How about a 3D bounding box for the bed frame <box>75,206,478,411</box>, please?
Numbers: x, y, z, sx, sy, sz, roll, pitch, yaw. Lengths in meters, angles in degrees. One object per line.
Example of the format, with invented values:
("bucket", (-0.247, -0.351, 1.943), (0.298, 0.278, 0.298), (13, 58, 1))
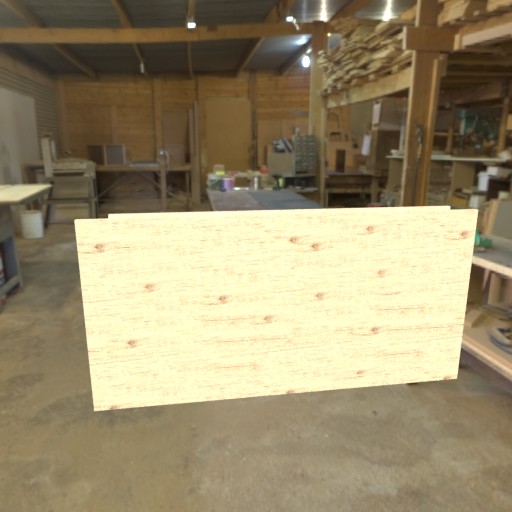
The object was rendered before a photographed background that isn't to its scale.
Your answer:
("bed frame", (0.000, 0.000, 3.210), (1.950, 0.970, 2.080), (-2, 15, -9))
